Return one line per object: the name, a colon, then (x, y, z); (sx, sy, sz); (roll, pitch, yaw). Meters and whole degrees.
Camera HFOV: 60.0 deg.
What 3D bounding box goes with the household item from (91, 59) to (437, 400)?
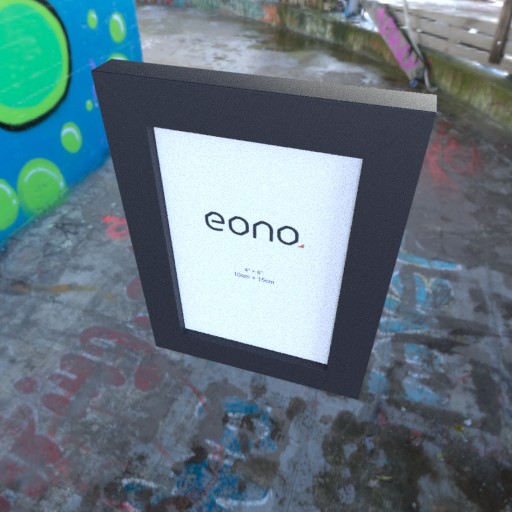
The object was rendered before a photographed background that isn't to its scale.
household item: (0.000, 0.000, 0.228); (0.133, 0.178, 0.022); (12, 42, 13)
